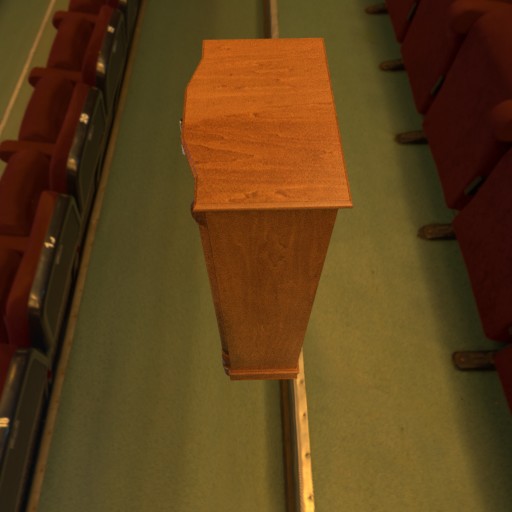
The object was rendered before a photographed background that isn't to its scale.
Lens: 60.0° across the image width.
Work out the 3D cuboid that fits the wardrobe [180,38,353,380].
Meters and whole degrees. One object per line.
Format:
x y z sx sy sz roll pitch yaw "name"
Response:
0.000 0.000 1.157 0.273 0.959 0.406 -1 59 -1 "wardrobe"
